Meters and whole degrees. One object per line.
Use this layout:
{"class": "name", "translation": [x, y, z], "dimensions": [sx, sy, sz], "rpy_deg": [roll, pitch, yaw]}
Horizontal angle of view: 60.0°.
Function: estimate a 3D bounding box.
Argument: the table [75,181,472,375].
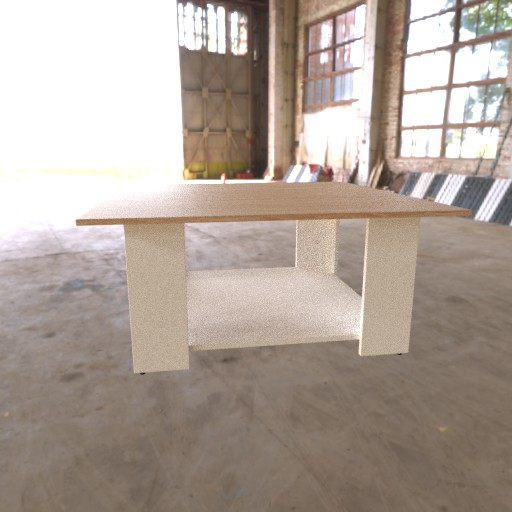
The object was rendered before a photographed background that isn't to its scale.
{"class": "table", "translation": [0.000, 0.000, 1.091], "dimensions": [0.670, 0.305, 0.670], "rpy_deg": [-2, 14, -9]}
